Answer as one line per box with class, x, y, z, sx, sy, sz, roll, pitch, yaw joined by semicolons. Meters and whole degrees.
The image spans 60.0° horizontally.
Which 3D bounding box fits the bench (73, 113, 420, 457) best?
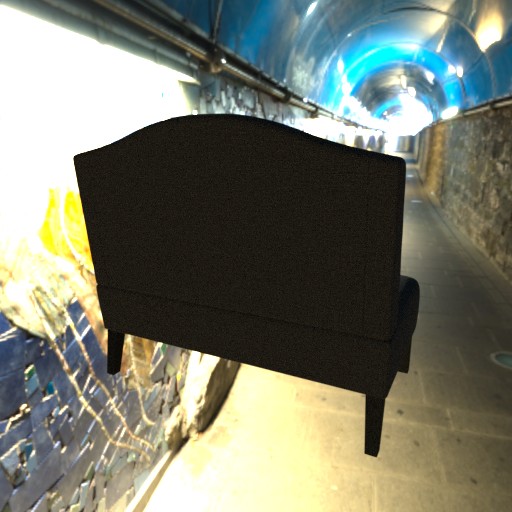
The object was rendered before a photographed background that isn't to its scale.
bench;0.000;0.000;1.988;1.335;1.180;0.815;7;16;26
